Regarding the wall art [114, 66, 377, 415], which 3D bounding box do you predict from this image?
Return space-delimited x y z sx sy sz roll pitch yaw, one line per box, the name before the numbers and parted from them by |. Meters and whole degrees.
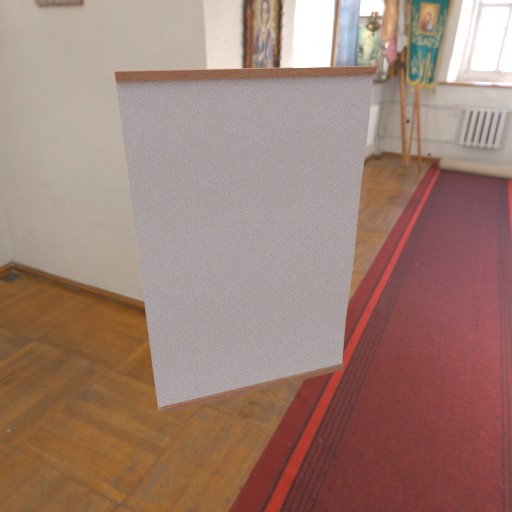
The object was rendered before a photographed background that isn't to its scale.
wall art | 0.000 0.000 0.652 0.332 0.508 0.012 -9 27 -17
